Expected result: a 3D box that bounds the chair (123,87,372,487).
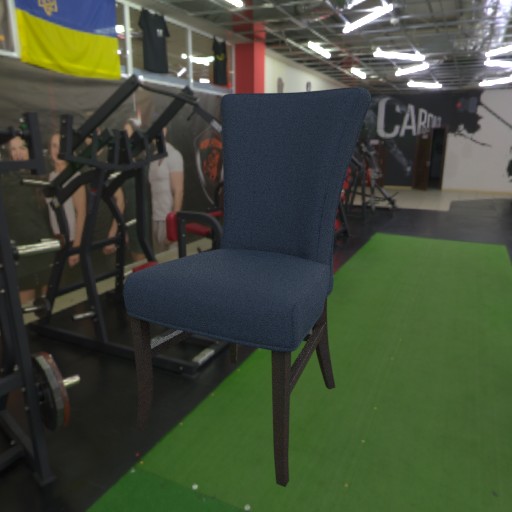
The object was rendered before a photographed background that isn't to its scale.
[{"bbox_3d":[0.000,0.000,1.353,0.520,0.991,0.660,8,17,27],"label":"chair"}]
